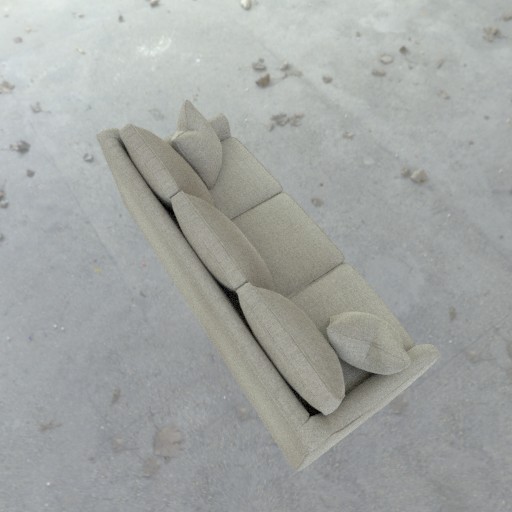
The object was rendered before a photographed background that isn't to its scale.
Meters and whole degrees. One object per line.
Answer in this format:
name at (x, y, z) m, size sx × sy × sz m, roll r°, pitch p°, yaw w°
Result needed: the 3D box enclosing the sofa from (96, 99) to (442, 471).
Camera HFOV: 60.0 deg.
sofa at (0.000, 0.000, 2.502) m, size 0.865 × 0.914 × 2.031 m, roll -30°, pitch 63°, yaw -17°
